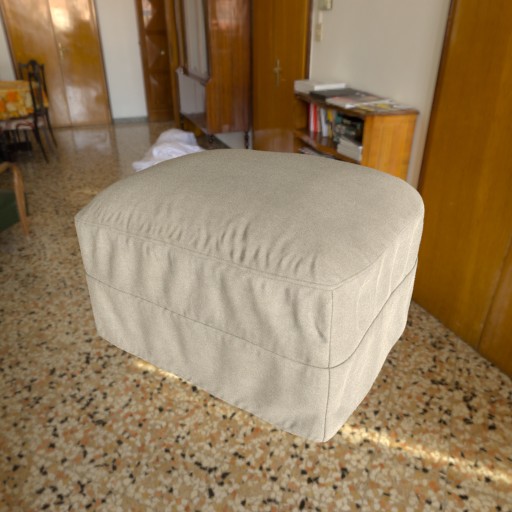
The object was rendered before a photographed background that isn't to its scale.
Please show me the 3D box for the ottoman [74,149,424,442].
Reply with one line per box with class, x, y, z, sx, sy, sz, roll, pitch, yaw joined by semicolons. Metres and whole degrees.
ottoman;0.000;0.000;1.115;0.712;0.480;0.584;17;33;29
